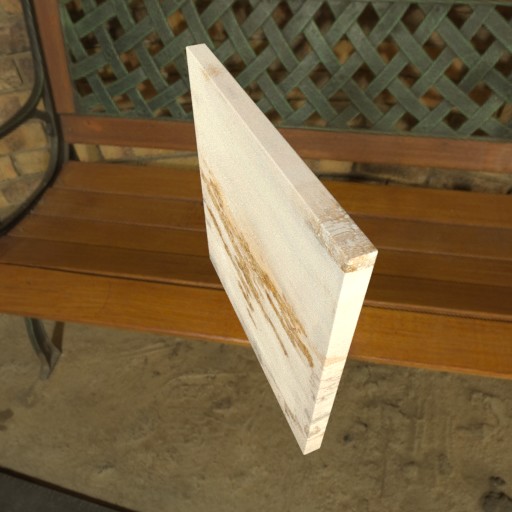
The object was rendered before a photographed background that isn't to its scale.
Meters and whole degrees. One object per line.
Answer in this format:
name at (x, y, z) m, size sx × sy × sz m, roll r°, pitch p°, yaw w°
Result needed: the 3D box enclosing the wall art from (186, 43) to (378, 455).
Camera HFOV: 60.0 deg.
wall art at (0.000, 0.000, 0.904) m, size 0.040 × 0.613 × 0.611 m, roll -17°, pitch 50°, yaw -15°
